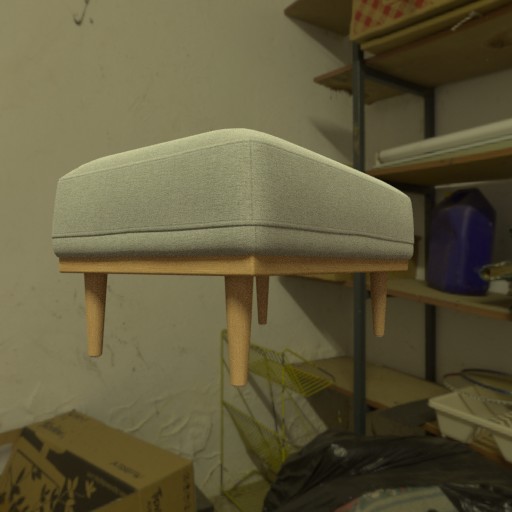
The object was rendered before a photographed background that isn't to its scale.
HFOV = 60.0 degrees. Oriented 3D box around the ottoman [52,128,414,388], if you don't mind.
[{"bbox_3d":[0.000,0.000,1.064,0.549,0.428,0.749,-1,-1,36],"label":"ottoman"}]
